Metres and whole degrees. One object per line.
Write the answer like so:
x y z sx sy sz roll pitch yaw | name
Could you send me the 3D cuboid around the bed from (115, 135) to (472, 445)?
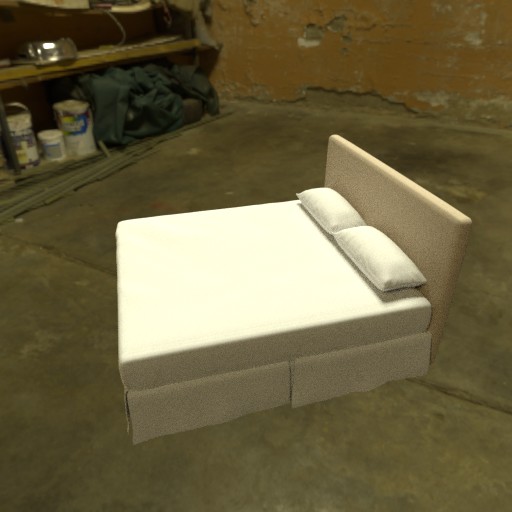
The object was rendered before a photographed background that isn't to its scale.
0.000 0.000 3.650 2.319 1.317 2.119 -8 32 -13 | bed
